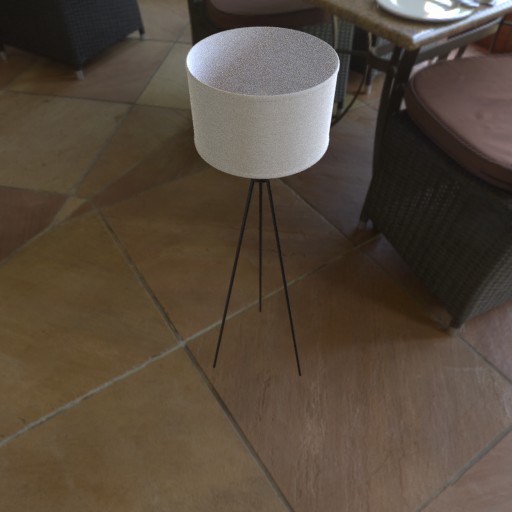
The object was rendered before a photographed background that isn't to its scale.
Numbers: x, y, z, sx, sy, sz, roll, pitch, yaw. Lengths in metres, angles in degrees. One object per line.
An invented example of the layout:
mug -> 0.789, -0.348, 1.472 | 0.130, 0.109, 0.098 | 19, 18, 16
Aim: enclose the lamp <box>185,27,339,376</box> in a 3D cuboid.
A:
lamp -> 0.000, 0.000, 1.742 | 0.458, 1.545, 0.448 | -24, 53, -20
